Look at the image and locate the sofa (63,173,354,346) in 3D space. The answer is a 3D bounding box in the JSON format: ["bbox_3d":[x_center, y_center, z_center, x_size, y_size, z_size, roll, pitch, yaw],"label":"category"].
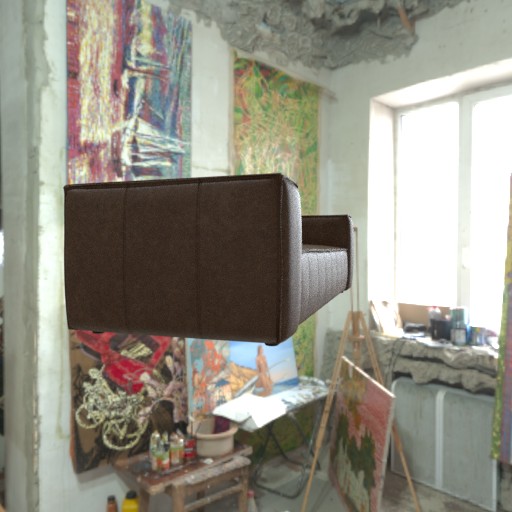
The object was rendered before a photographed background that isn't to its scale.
[{"bbox_3d":[0.000,0.000,3.054,1.102,0.701,2.581,0,1,18],"label":"sofa"}]
